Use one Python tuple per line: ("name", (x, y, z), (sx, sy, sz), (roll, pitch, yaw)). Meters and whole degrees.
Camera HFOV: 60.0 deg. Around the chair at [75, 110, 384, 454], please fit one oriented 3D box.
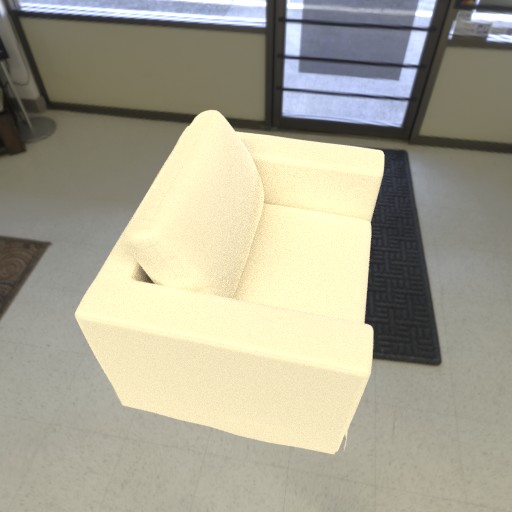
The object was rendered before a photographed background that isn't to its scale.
("chair", (0.000, 0.000, 1.833), (0.957, 0.878, 1.150), (10, 49, 9))
